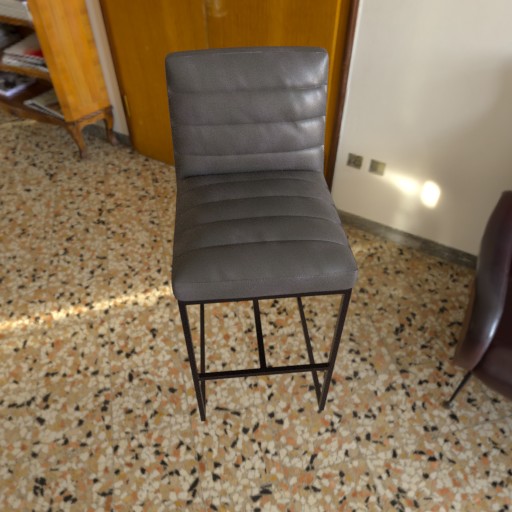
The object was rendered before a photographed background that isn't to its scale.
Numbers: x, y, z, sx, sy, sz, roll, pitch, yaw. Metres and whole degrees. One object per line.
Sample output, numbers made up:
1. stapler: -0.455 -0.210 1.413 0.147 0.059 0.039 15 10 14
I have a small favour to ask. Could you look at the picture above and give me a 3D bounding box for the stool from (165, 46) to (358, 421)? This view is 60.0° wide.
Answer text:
1. stool: 0.000 0.000 1.380 0.463 1.065 0.562 -4 45 -4
